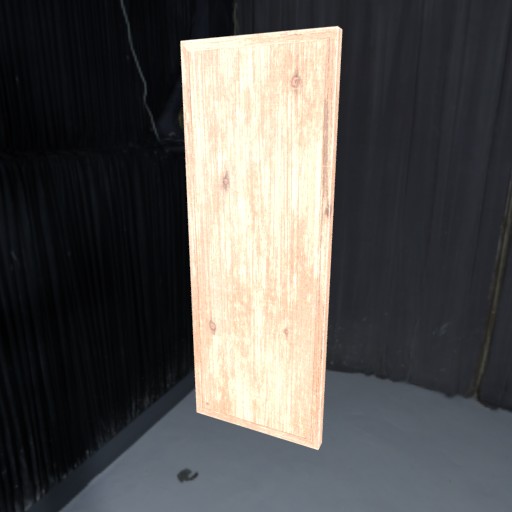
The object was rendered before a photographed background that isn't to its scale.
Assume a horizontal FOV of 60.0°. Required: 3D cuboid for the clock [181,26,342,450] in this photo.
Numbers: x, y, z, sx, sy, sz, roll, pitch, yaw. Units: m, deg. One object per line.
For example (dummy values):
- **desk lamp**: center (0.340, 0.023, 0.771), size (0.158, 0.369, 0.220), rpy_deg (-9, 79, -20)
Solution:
- **clock**: center (0.000, 0.000, 1.066), size (0.361, 0.965, 0.030), rpy_deg (8, 18, 24)
